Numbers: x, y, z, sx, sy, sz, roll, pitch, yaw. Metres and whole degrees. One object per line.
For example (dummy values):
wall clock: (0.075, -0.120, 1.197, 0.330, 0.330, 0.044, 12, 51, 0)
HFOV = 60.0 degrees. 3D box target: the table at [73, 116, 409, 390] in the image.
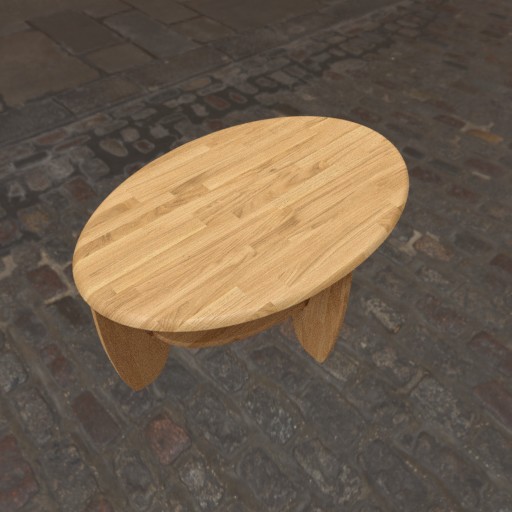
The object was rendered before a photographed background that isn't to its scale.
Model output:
table: (0.000, 0.000, 1.389, 1.040, 0.490, 0.690, -33, 55, -27)
